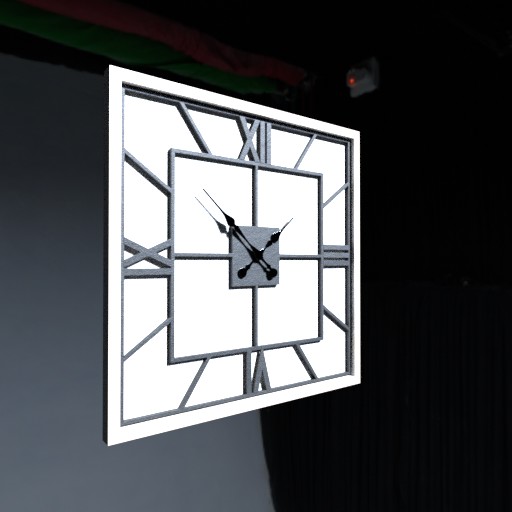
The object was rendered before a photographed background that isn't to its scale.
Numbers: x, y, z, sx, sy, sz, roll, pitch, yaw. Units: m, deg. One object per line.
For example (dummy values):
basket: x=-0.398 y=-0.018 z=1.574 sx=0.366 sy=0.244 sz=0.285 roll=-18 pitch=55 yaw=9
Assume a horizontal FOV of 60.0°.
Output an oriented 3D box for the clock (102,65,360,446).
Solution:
clock: x=0.000 y=0.000 z=1.044 sx=0.705 sy=0.705 sz=0.032 roll=1 pitch=-1 yaw=-37
